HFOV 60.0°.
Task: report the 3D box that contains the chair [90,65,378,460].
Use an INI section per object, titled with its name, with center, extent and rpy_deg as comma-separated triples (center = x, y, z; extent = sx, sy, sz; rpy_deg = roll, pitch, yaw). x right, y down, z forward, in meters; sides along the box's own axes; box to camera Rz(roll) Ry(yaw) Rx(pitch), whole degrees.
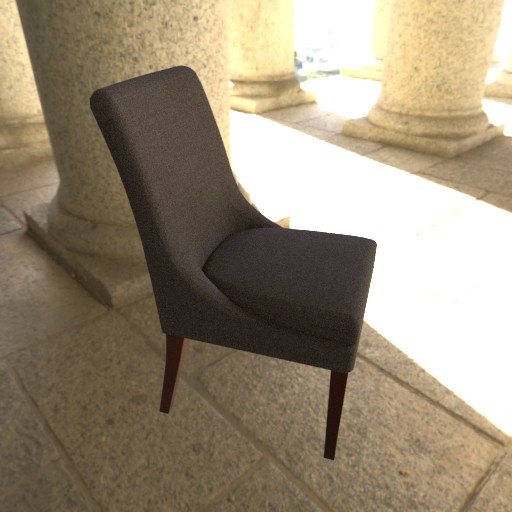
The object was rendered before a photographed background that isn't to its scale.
[chair]
center = 0.000, 0.000, 1.286
extent = 0.655, 0.952, 0.508
rpy_deg = 10, 32, 16
